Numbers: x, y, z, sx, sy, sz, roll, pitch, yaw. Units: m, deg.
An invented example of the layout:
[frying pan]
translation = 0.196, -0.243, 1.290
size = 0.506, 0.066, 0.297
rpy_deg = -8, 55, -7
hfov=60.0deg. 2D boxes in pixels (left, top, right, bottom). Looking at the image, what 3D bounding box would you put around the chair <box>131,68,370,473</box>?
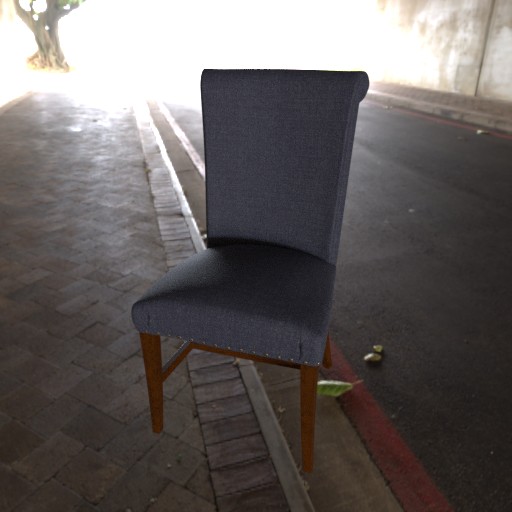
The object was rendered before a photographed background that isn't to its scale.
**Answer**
[chair]
translation = 0.000, 0.000, 1.298
size = 0.513, 0.988, 0.608
rpy_deg = 8, 27, 15
